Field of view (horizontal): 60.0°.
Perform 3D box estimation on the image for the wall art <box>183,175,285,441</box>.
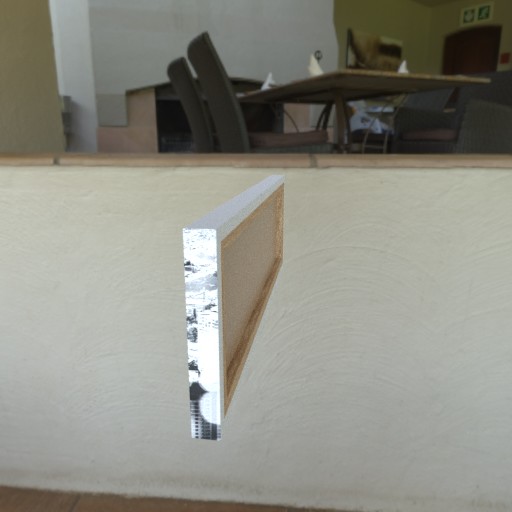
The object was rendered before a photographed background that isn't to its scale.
[{"bbox_3d":[0.000,0.000,0.860,0.038,0.255,0.763,2,15,9],"label":"wall art"}]
